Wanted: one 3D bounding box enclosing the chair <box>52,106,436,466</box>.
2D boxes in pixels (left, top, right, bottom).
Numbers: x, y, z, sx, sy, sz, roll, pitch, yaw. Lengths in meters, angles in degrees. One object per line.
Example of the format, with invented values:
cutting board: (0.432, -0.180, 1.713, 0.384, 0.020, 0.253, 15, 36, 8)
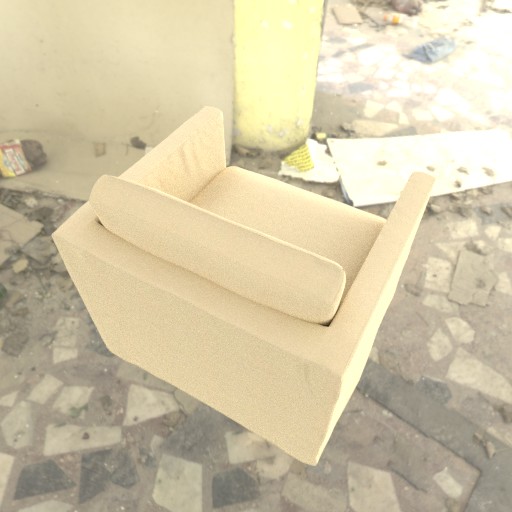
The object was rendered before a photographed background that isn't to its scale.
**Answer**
chair: (0.000, 0.000, 1.737, 1.057, 0.851, 0.947, 23, 52, 19)
